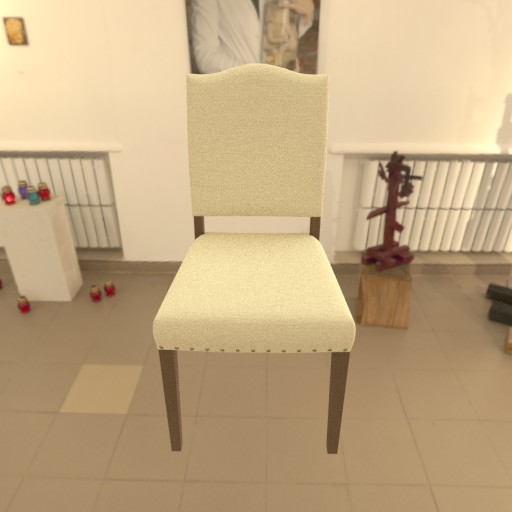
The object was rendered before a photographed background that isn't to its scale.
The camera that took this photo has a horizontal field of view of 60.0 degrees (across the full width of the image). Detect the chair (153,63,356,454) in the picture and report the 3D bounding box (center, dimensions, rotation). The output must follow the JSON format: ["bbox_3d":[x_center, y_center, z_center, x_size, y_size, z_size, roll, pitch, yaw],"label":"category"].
[{"bbox_3d":[0.000,0.000,1.337,0.508,1.015,0.619,1,29,1],"label":"chair"}]
